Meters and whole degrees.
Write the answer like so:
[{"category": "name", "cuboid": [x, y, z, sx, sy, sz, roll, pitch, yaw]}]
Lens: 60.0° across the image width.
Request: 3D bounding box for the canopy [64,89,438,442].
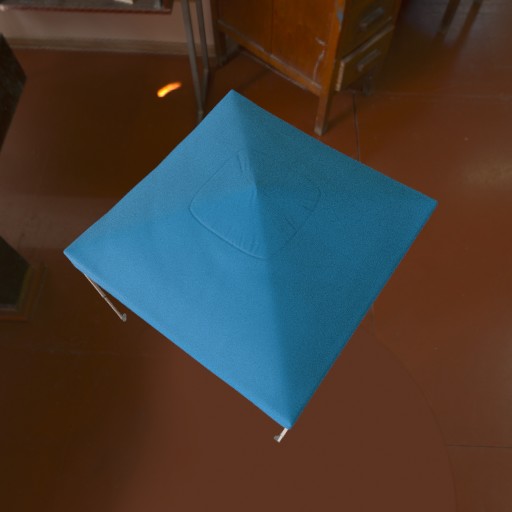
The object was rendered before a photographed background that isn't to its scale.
[{"category": "canopy", "cuboid": [0.000, 0.000, 5.566, 2.998, 2.997, 2.996, 33, 68, 15]}]
